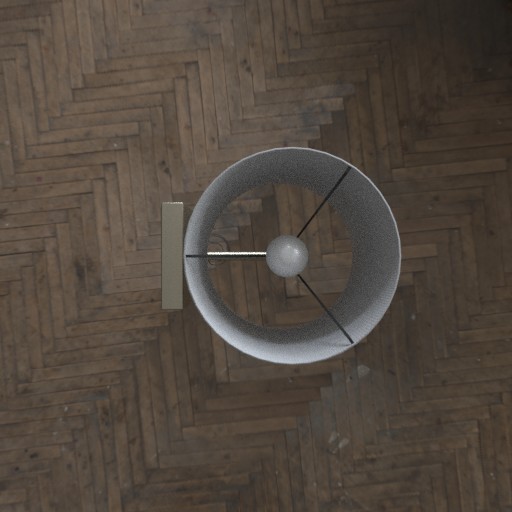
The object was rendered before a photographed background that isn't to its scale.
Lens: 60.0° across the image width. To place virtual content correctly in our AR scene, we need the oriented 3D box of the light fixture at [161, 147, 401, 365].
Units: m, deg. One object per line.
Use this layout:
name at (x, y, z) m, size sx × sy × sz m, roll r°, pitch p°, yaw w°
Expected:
light fixture at (0.000, 0.000, 0.676) m, size 0.248 × 0.589 × 0.188 m, roll 0°, pitch 90°, yaw 0°
